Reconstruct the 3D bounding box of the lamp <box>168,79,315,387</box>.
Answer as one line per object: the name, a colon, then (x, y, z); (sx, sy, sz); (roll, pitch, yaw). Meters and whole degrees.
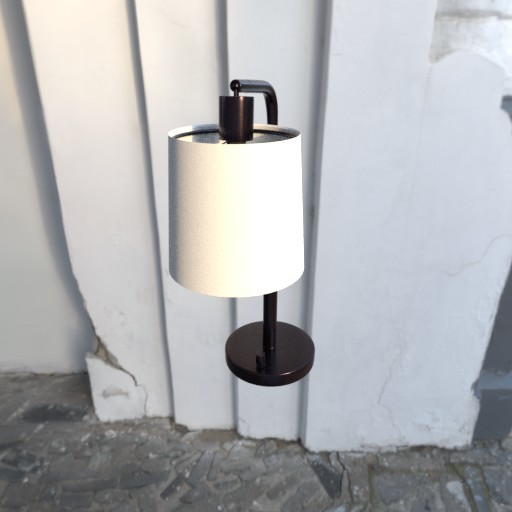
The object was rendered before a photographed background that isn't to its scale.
lamp: (0.000, 0.000, 0.648); (0.171, 0.489, 0.333); (8, 26, 16)
